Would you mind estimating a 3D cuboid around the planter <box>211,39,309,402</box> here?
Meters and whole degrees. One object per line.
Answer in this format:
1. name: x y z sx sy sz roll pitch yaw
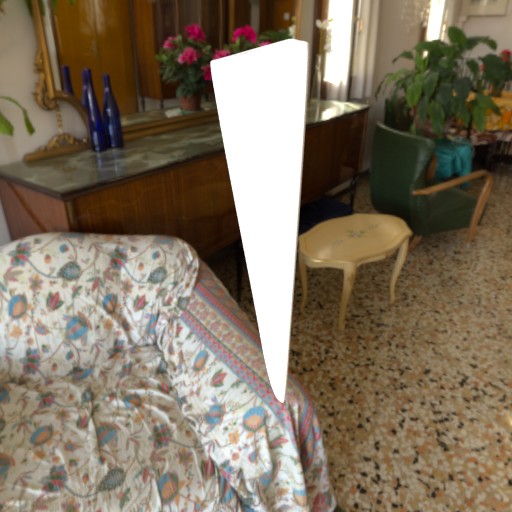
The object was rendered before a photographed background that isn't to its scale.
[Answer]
1. planter: 0.000 0.000 0.386 0.065 0.338 0.143 0 27 1
